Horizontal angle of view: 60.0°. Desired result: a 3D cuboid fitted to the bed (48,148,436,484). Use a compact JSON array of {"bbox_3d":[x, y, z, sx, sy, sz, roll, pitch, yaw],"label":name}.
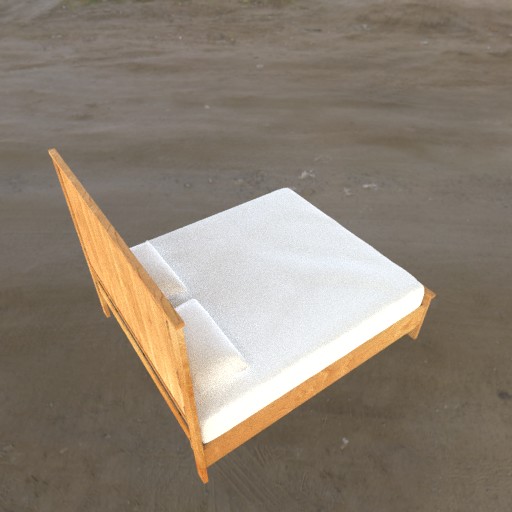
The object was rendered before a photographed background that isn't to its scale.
[{"bbox_3d":[0.000,0.000,4.064,2.530,1.938,2.225,-25,47,-25],"label":"bed"}]
